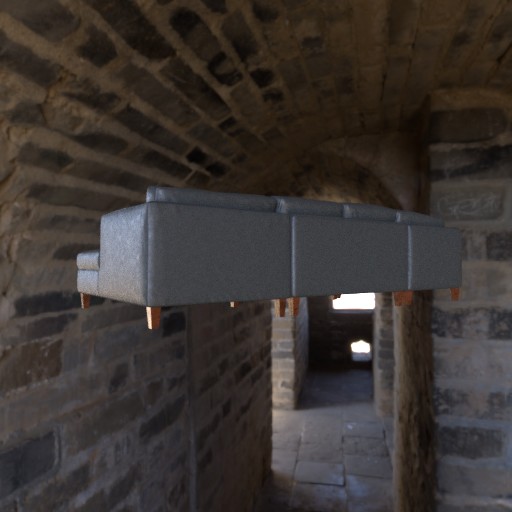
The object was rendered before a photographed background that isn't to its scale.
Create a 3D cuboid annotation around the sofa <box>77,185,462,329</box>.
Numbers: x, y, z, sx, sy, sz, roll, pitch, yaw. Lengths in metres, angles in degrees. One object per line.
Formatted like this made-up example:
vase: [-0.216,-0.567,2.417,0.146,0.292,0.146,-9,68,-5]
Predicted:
sofa: [0.000,0.000,4.604,3.460,0.923,2.593,1,-1,-36]
